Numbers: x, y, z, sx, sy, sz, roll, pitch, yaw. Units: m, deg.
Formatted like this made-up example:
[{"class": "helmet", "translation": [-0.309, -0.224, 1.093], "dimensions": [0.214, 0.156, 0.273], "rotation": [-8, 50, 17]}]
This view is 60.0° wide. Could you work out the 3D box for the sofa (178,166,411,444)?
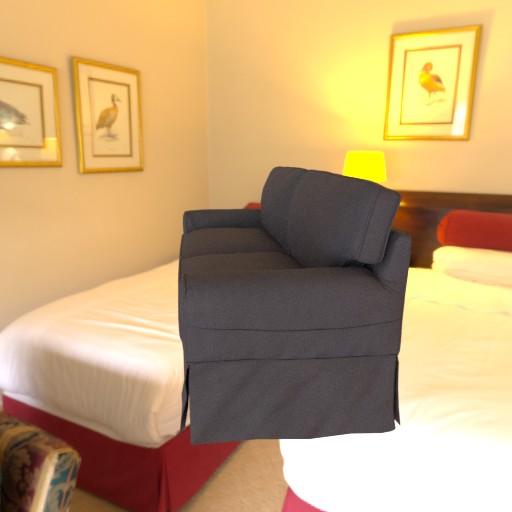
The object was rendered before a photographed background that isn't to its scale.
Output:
[{"class": "sofa", "translation": [0.000, 0.000, 2.835], "dimensions": [0.983, 1.094, 2.256], "rotation": [-2, 13, -9]}]
